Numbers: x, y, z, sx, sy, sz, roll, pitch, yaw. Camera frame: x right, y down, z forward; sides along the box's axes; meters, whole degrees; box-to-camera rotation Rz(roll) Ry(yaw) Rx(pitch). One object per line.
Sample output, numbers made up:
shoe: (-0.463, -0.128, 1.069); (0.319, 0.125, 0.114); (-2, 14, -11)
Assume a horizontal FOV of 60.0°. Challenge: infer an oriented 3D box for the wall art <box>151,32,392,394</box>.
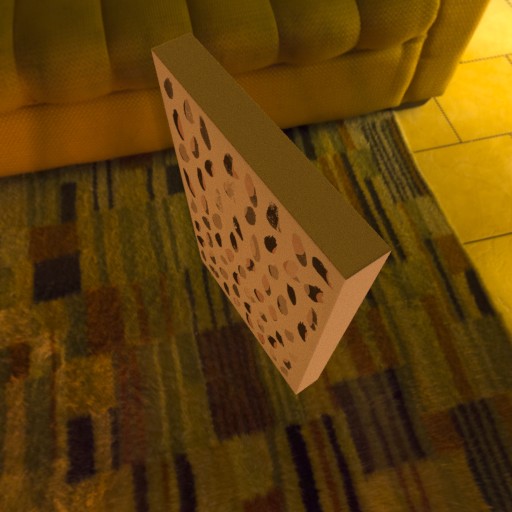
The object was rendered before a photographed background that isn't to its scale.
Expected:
wall art: (0.000, 0.000, 0.491); (0.039, 0.381, 0.252); (-31, 67, -15)
